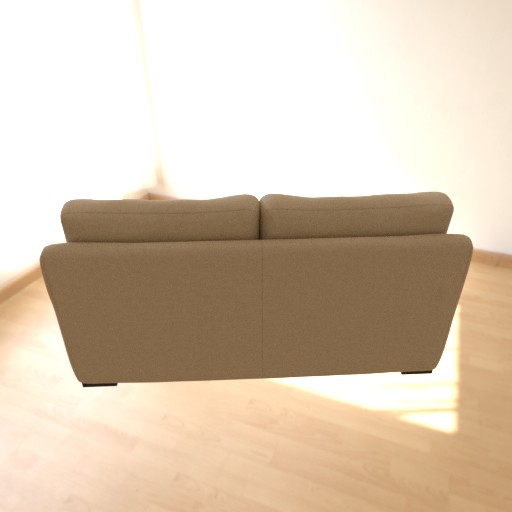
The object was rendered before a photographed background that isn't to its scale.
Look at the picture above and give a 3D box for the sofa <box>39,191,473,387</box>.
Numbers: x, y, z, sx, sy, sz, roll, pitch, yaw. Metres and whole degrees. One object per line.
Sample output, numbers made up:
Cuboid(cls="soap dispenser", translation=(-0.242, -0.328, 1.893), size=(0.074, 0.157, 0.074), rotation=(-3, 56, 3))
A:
Cuboid(cls="sofa", translation=(0.000, 0.000, 2.430), size=(1.885, 0.967, 0.962), rotation=(-2, 31, -3))
